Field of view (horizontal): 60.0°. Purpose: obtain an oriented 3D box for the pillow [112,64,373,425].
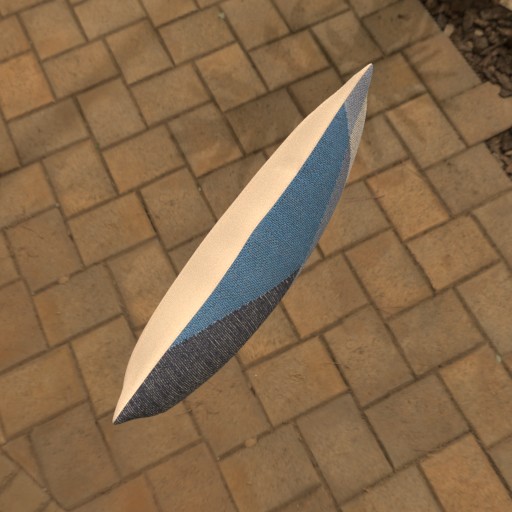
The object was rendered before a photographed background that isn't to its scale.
[{"bbox_3d":[0.000,0.000,0.716,0.148,0.307,0.604,33,77,8],"label":"pillow"}]
